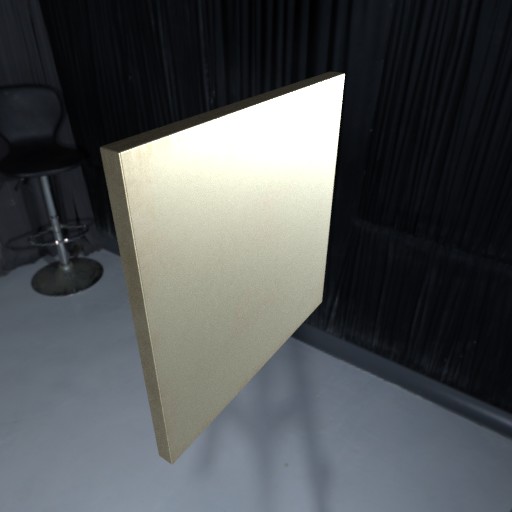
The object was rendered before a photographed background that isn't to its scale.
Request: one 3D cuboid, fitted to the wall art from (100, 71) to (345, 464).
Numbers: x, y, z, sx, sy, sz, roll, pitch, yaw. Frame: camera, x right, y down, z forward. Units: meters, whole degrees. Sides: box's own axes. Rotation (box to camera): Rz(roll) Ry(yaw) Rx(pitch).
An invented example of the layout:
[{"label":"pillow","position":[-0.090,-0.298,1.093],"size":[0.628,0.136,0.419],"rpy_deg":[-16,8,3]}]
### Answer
[{"label":"wall art","position":[0.000,0.000,0.743],"size":[0.030,0.506,0.503],"rpy_deg":[20,38,29]}]
